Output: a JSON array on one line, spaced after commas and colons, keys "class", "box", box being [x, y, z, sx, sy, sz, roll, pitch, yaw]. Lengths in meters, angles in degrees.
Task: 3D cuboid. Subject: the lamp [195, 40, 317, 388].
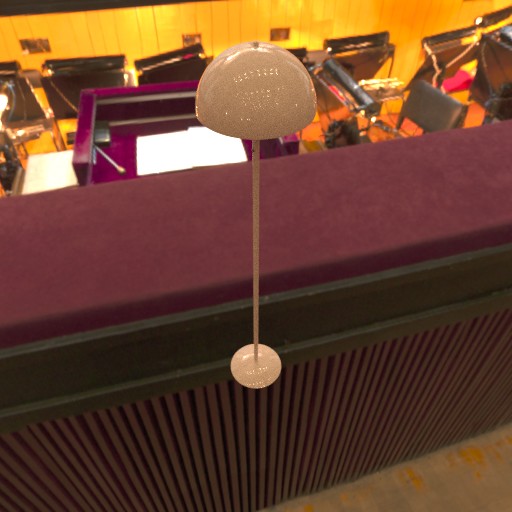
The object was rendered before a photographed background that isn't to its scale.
[{"class": "lamp", "box": [0.000, 0.000, 1.606, 0.328, 1.480, 0.328, -10, 46, -10]}]
